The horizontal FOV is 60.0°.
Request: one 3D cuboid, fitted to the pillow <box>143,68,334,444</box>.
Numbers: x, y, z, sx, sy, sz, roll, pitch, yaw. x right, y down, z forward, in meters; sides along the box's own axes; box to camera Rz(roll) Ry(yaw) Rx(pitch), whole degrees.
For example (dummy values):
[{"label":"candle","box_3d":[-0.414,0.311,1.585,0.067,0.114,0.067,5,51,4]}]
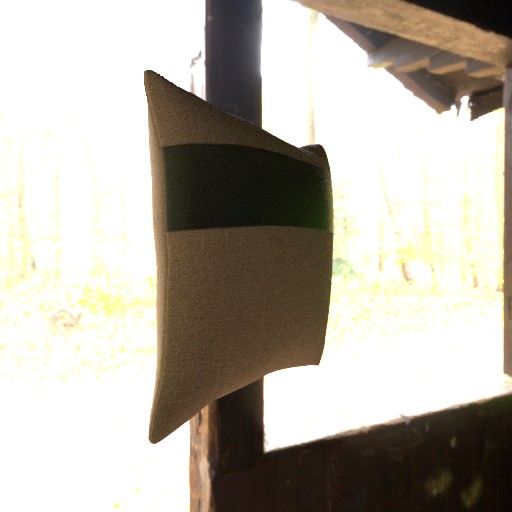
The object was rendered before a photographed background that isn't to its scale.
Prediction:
[{"label":"pillow","box_3d":[0.000,0.000,0.636,0.173,0.399,0.414,0,1,34]}]
